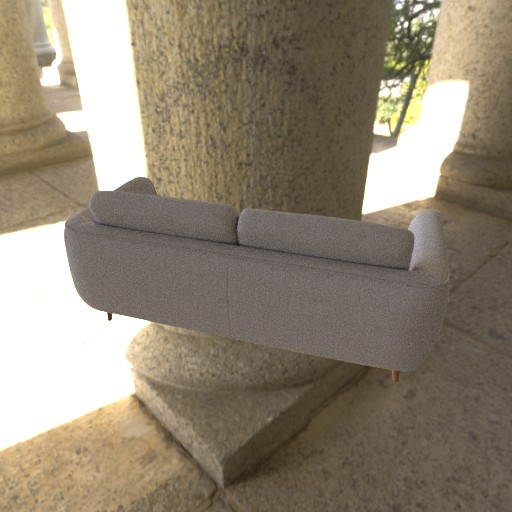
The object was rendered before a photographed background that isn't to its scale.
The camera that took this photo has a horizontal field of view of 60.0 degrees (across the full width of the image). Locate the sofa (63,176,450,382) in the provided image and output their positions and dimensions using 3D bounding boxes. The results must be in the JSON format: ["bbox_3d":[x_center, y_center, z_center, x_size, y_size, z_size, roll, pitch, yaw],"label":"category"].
[{"bbox_3d":[0.000,0.000,2.541,2.000,0.850,0.920,9,32,14],"label":"sofa"}]
